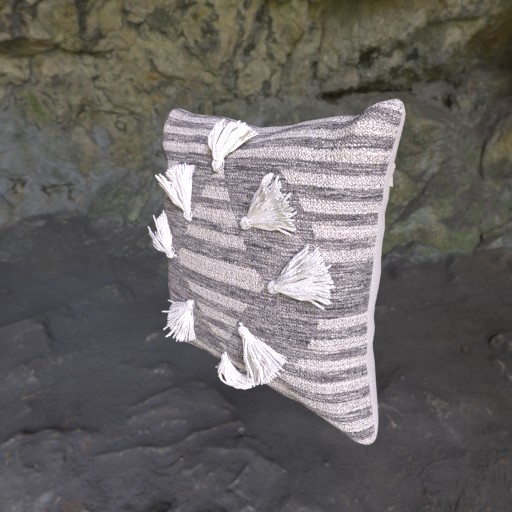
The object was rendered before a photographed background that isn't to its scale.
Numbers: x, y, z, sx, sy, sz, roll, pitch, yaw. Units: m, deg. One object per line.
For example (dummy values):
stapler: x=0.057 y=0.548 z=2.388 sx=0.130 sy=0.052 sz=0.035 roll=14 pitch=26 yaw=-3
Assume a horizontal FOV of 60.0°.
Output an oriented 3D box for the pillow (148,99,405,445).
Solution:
pillow: x=0.000 y=0.000 z=0.751 sx=0.234 sy=0.490 sz=0.484 roll=-15 pitch=22 yaw=-42
